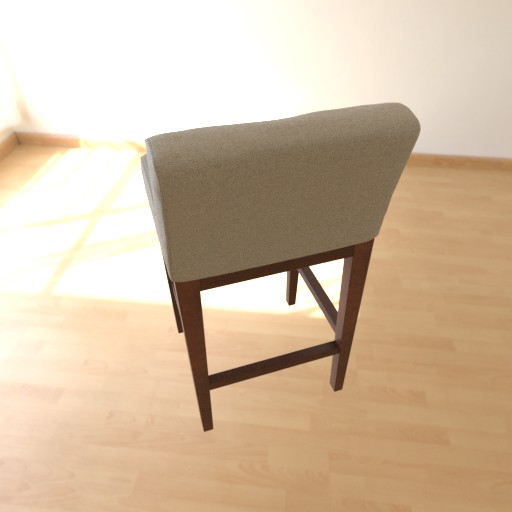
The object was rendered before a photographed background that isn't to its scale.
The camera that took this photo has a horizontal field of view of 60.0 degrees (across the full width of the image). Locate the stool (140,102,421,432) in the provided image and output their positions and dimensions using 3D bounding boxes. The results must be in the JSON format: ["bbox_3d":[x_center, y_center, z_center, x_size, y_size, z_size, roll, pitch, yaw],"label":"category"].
[{"bbox_3d":[0.000,0.000,1.224,0.511,0.937,0.500,-12,42,-14],"label":"stool"}]
